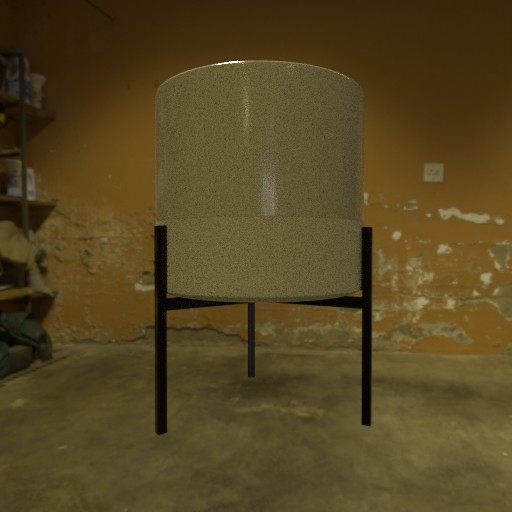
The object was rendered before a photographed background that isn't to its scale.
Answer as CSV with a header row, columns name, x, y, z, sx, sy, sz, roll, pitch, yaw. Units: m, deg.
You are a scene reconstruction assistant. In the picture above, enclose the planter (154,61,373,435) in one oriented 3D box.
name,x,y,z,sx,sy,sz,roll,pitch,yaw
planter,0.000,0.000,0.332,0.159,0.230,0.152,-1,1,-36
